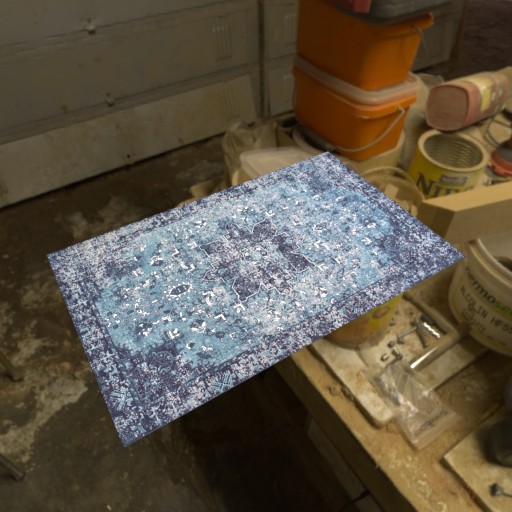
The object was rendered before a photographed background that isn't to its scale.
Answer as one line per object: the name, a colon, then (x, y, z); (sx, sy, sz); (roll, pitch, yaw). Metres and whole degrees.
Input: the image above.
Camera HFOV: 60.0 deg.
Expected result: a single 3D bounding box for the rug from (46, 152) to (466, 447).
rug: (0.000, 0.000, 3.032); (2.440, 0.007, 1.525); (-24, 50, -21)
